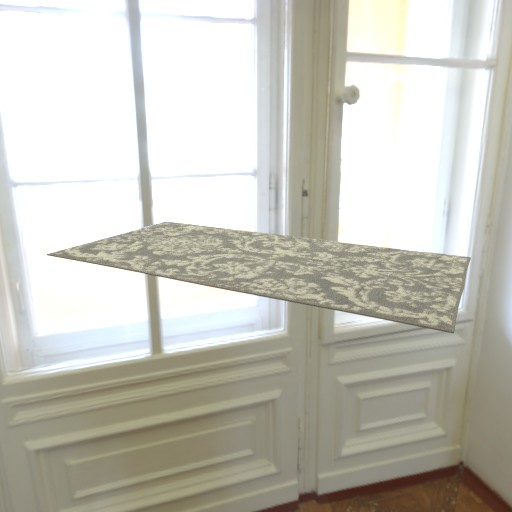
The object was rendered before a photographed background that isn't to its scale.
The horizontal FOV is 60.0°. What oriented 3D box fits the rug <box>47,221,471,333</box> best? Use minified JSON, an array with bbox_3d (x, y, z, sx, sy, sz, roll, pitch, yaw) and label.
[{"bbox_3d":[0.000,0.000,1.420,1.219,0.007,0.604,8,18,27],"label":"rug"}]
